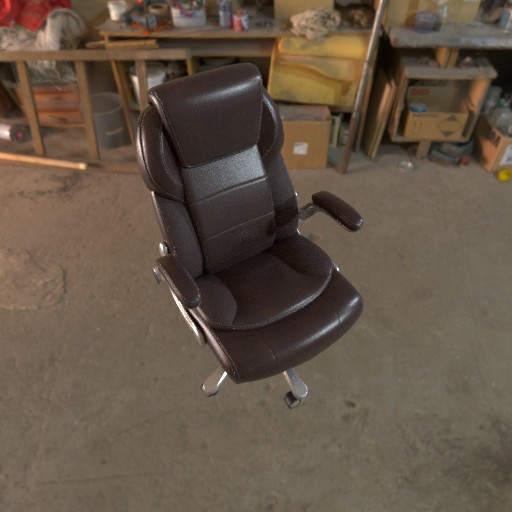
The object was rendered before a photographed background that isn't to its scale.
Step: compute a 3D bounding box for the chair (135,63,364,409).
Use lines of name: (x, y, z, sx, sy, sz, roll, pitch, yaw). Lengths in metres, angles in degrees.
chair: (0.000, 0.000, 1.681, 0.733, 1.160, 0.774, -24, 51, -21)
